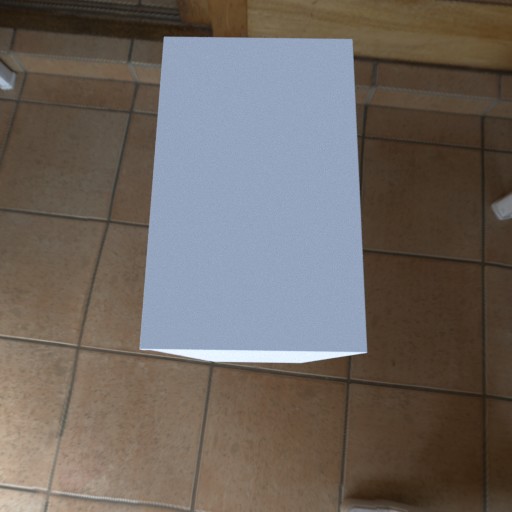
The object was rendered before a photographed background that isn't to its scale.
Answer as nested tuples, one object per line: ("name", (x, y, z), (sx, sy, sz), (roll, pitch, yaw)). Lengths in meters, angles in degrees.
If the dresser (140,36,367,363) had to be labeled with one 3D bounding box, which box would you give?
("dresser", (0.000, 0.000, 1.434), (0.400, 1.190, 0.650), (1, 76, 0))
